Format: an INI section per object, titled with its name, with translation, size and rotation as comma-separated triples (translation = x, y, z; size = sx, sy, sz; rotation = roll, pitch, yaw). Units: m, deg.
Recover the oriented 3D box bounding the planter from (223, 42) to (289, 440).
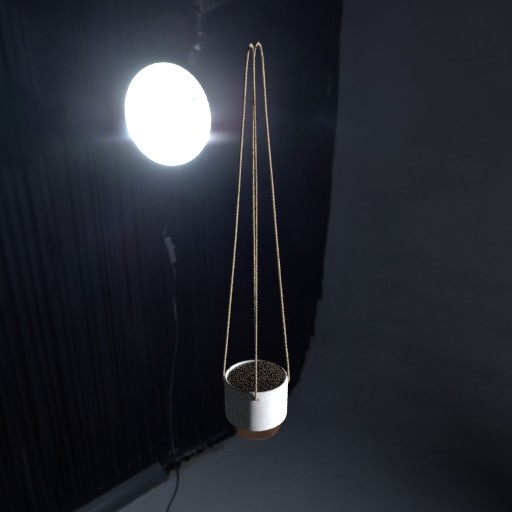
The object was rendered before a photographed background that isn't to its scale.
[planter]
translation = 0.000, 0.000, 0.952
size = 0.146, 0.841, 0.146
rotation = 15, 22, 43
